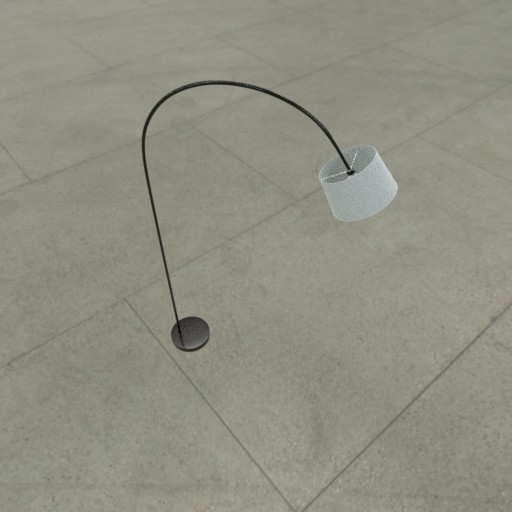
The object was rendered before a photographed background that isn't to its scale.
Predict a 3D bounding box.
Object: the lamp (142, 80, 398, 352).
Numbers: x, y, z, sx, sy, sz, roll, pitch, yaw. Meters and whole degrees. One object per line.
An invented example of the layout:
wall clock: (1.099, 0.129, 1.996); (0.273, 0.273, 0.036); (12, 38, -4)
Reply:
lamp: (0.000, 0.000, 2.642); (1.363, 2.104, 0.331); (11, 47, 10)
